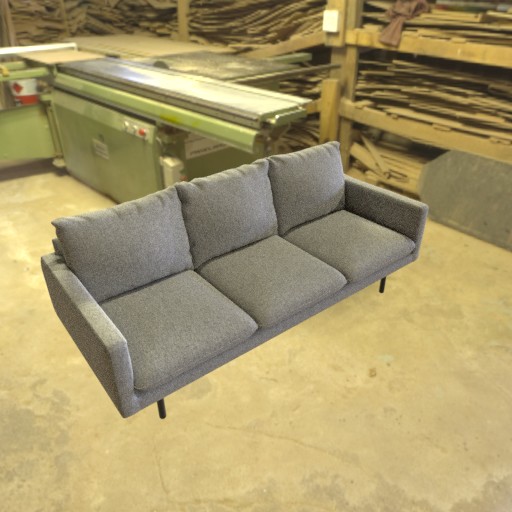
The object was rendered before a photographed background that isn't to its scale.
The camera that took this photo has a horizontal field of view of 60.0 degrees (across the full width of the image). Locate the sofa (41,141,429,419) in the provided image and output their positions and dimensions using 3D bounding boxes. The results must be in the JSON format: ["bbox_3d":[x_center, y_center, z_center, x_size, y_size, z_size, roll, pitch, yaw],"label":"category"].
[{"bbox_3d":[0.000,0.000,2.456,2.000,0.830,0.850,-22,38,-32],"label":"sofa"}]
